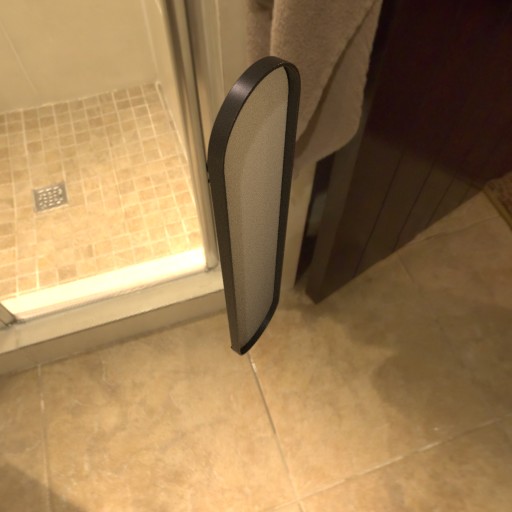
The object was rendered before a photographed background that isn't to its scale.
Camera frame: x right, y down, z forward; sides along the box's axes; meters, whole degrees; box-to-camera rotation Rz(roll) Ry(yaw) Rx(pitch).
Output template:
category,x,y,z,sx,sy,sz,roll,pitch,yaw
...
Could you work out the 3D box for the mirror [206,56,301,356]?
category,x,y,z,sx,sy,sz,roll,pitch,yaw
mirror,0.000,0.000,1.041,0.032,0.991,0.222,30,63,17
